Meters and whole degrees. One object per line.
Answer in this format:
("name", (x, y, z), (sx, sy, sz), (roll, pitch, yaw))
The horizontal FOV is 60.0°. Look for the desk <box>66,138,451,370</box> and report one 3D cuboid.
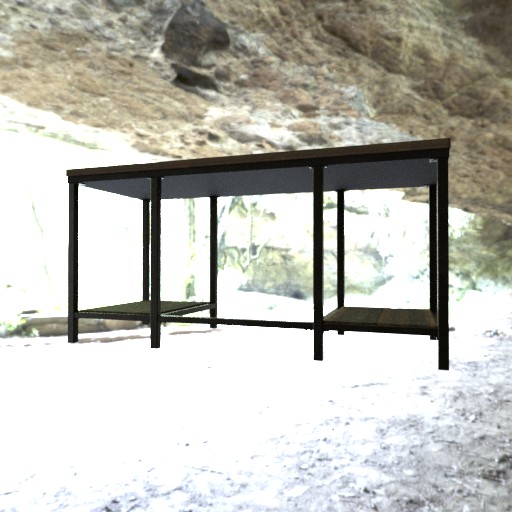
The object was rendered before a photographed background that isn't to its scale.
("desk", (0.000, 0.000, 1.968), (1.538, 0.753, 0.617), (0, -1, 19))
